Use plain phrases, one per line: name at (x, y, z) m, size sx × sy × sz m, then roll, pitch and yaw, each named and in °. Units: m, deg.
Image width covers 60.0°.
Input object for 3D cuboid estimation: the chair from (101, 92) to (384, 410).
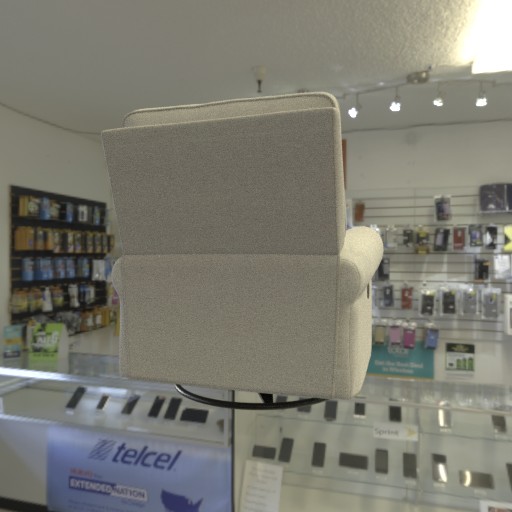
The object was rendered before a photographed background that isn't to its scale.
chair at (0.000, 0.000, 1.648) m, size 0.890 × 0.960 × 0.878 m, roll 0°, pitch 0°, yaw 18°
